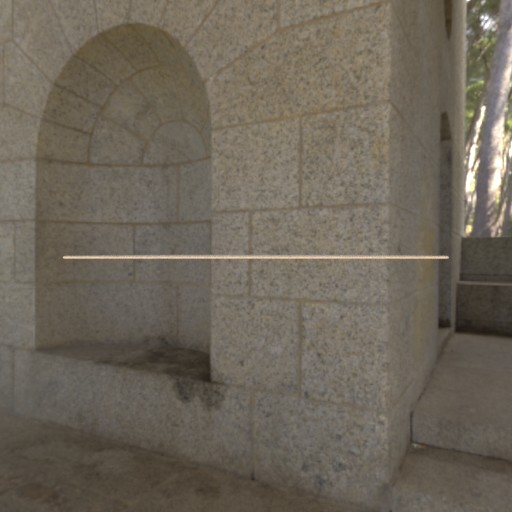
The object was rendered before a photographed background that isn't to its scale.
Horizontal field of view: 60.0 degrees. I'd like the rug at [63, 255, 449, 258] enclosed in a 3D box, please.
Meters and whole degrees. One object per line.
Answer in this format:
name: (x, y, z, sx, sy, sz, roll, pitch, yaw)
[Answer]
rug: (0.000, 0.000, 2.882, 1.524, 0.011, 2.286, 0, 0, 0)
